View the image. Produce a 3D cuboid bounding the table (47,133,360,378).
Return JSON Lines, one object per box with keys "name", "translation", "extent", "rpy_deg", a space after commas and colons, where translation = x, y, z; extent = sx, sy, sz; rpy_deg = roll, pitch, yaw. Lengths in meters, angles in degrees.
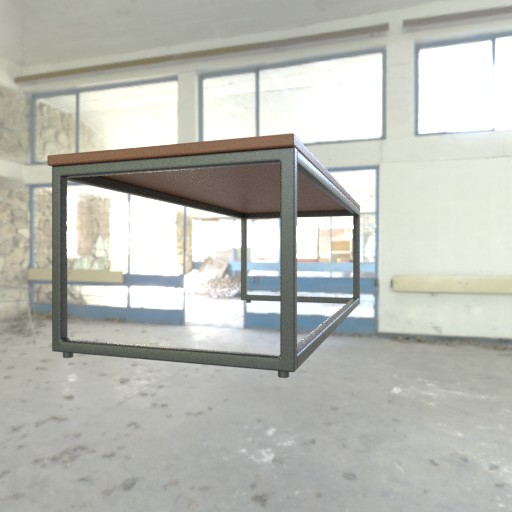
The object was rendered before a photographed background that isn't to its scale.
{"name": "table", "translation": [0.000, 0.000, 1.317], "extent": [0.500, 0.400, 1.100], "rpy_deg": [0, 0, 19]}
